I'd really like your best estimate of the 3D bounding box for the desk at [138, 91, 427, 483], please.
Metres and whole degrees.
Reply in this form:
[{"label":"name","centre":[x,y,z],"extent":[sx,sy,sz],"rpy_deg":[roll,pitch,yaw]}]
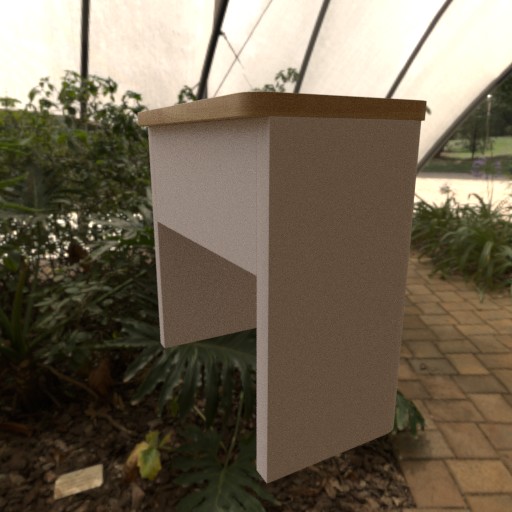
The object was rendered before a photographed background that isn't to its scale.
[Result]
[{"label":"desk","centre":[0.000,0.000,1.246],"extent":[0.440,0.790,0.760],"rpy_deg":[-8,17,-28]}]
